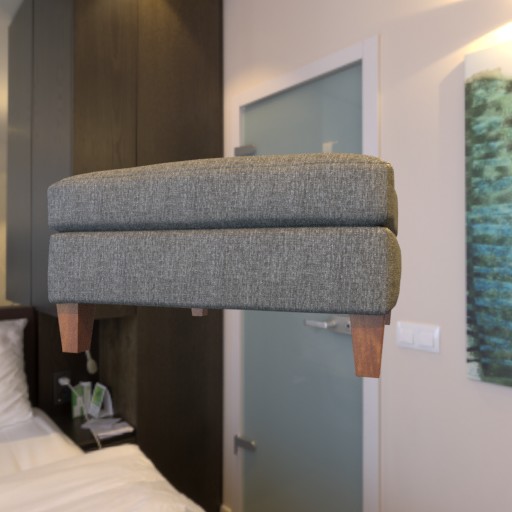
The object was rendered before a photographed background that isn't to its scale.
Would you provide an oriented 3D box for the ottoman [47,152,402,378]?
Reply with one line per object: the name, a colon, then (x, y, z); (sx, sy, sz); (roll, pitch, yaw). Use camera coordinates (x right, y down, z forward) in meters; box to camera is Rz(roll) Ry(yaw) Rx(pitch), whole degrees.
ottoman: (0.000, 0.000, 1.347); (0.838, 0.481, 0.838); (0, 0, 18)
